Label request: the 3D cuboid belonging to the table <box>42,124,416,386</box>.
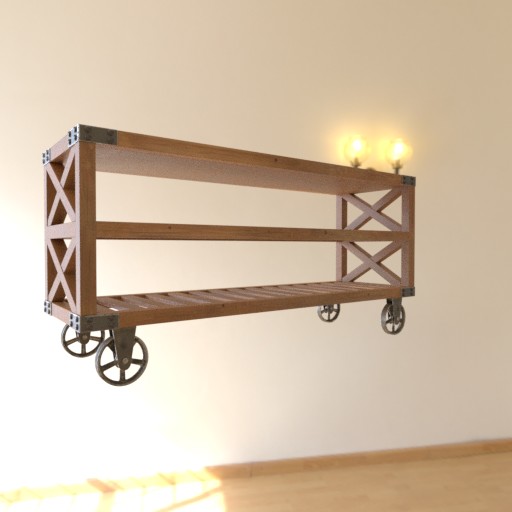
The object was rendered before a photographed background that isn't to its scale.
[{"bbox_3d":[0.000,0.000,1.775,1.487,0.711,0.467,-1,1,-36],"label":"table"}]
